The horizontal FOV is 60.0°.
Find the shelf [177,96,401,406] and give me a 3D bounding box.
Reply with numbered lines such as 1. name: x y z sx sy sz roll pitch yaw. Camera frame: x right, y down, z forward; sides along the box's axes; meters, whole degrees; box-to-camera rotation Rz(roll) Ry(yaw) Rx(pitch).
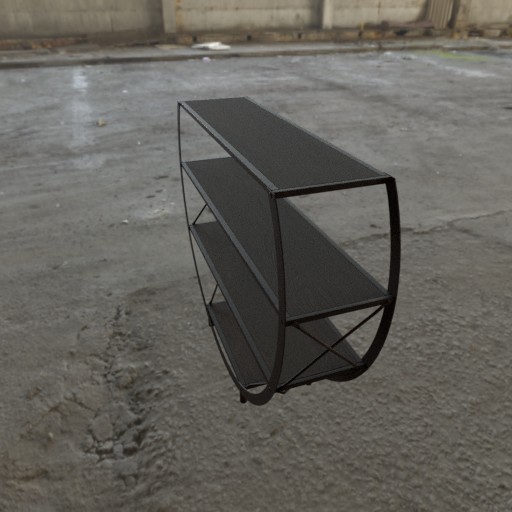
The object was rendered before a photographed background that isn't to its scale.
1. shelf: 0.000 0.000 1.866 0.344 1.063 1.403 -10 31 -17
